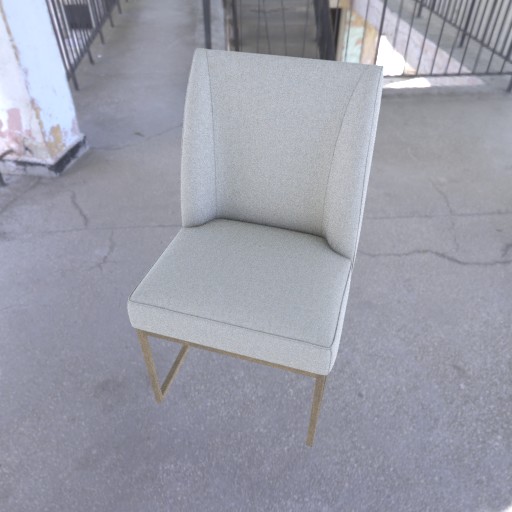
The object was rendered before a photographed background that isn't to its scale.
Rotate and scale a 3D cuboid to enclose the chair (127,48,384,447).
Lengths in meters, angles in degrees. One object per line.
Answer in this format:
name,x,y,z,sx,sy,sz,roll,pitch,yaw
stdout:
chair,0.000,0.000,1.167,0.508,0.863,0.522,11,42,13
